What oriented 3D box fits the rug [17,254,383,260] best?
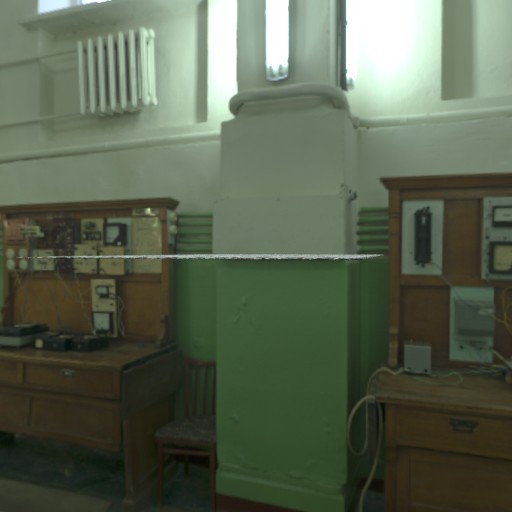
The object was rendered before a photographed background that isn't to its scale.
[{"bbox_3d":[0.000,0.000,2.263,1.219,0.008,1.829,0,1,18],"label":"rug"}]
